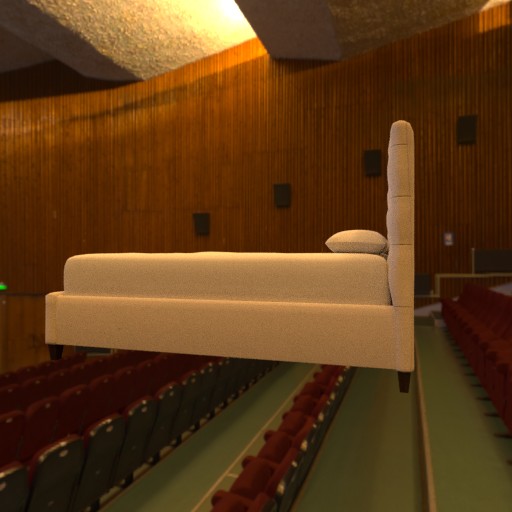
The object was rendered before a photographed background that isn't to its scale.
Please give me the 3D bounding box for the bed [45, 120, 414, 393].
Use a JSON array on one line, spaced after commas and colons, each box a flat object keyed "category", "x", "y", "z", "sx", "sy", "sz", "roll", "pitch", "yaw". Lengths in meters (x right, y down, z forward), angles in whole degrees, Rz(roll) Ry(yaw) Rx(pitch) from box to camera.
[{"category": "bed", "x": 0.000, "y": 0.000, "z": 3.628, "sx": 2.387, "sy": 1.427, "sz": 2.078, "roll": 0, "pitch": 0, "yaw": 18}]
